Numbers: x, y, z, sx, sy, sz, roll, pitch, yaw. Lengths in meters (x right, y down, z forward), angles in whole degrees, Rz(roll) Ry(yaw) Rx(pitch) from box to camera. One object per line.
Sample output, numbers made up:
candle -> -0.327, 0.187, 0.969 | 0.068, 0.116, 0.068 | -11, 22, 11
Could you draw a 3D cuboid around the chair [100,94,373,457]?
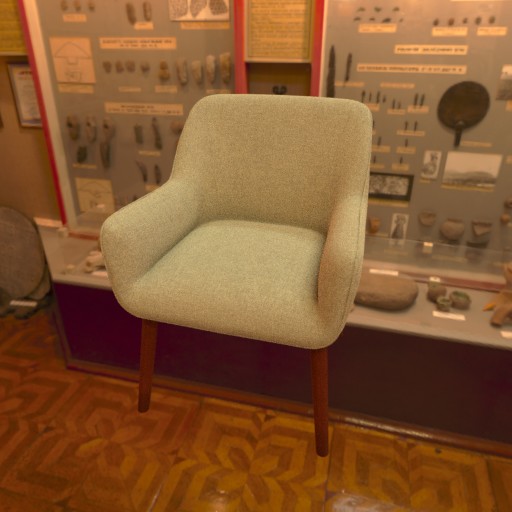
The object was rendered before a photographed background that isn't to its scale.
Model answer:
chair -> 0.000, 0.000, 1.279 | 0.610, 0.813, 0.610 | 8, 28, 15
